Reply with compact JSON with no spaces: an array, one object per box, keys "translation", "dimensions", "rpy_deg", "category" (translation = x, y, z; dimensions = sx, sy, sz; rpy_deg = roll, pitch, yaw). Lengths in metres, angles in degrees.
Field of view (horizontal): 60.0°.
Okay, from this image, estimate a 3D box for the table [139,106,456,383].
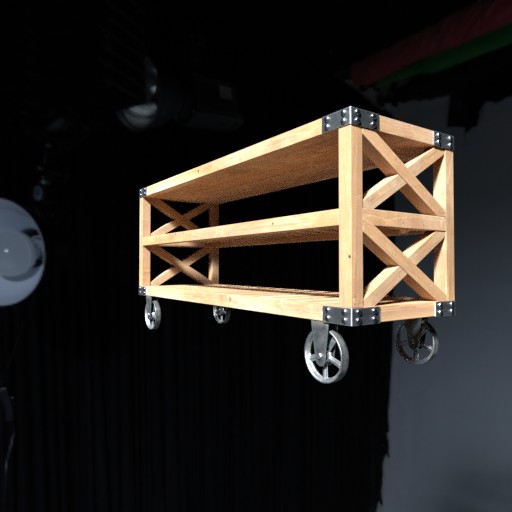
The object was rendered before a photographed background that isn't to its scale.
[{"translation":[0.000,0.000,1.826],"dimensions":[0.467,0.711,1.487],"rpy_deg":[1,-2,-35],"category":"table"}]
